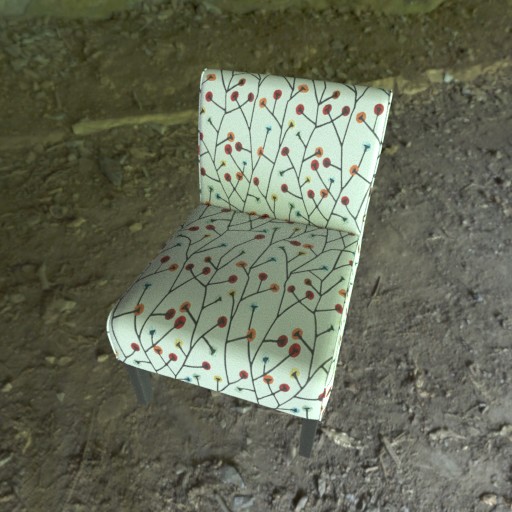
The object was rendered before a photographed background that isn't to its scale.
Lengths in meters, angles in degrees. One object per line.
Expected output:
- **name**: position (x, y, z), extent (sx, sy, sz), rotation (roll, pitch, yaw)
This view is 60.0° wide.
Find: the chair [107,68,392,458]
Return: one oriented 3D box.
- **chair**: position (0.000, 0.000, 1.312), extent (0.597, 0.813, 0.732), rotation (12, 42, 14)
